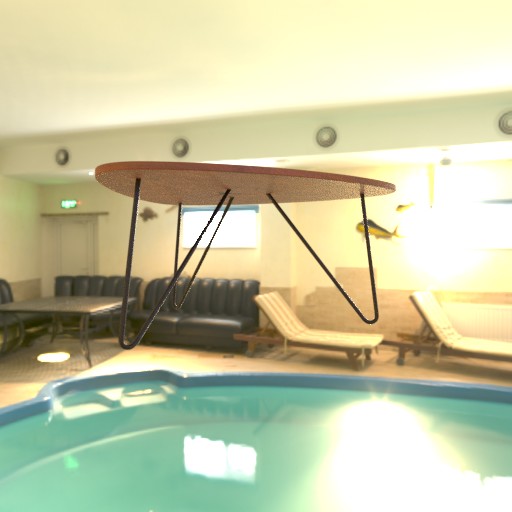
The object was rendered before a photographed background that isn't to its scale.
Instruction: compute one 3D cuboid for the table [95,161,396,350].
[{"bbox_3d":[0.000,0.000,1.329,0.821,0.413,0.833,0,1,0],"label":"table"}]
